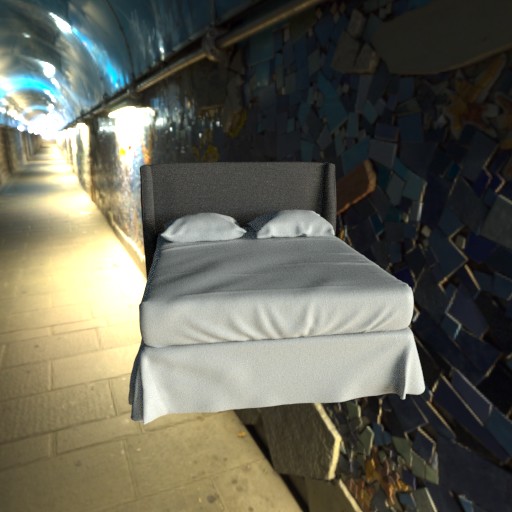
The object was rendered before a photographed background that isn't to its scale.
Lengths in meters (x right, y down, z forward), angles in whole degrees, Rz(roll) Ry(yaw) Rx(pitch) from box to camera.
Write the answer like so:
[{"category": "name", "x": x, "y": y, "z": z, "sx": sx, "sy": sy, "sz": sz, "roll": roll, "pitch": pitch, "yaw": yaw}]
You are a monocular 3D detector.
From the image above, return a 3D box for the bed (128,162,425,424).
[{"category": "bed", "x": 0.000, "y": 0.000, "z": 3.514, "sx": 1.925, "sy": 1.332, "sz": 2.276, "roll": -2, "pitch": 16, "yaw": -8}]
